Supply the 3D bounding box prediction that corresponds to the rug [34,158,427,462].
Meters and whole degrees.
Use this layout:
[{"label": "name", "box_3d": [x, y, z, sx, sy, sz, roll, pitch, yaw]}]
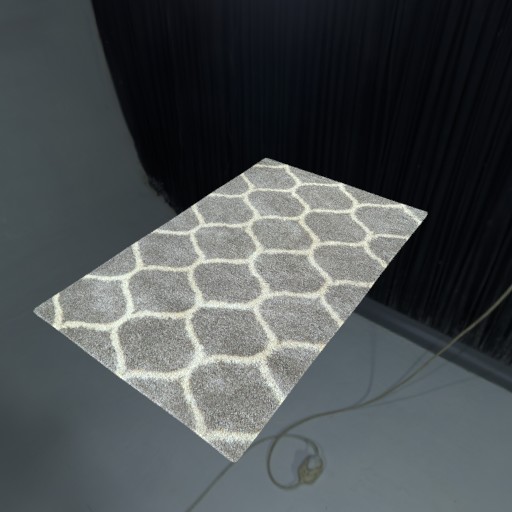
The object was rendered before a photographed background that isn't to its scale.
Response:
[{"label": "rug", "box_3d": [0.000, 0.000, 2.957, 1.501, 0.025, 2.348, 25, 46, 27]}]
